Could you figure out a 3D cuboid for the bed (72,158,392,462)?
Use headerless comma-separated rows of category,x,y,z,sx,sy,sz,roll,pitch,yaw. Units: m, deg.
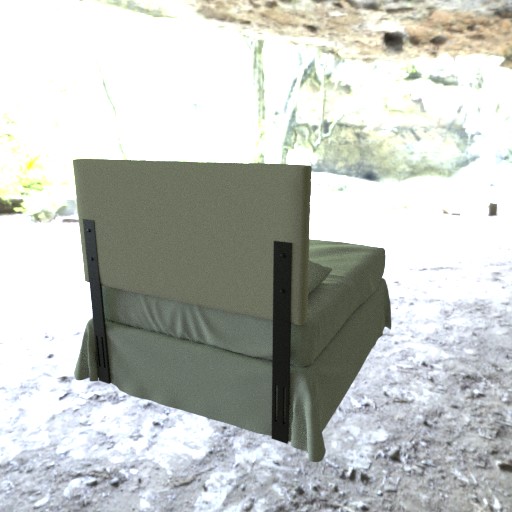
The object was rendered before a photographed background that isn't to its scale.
bed,0.000,0.000,3.559,1.936,1.577,2.222,8,17,27
